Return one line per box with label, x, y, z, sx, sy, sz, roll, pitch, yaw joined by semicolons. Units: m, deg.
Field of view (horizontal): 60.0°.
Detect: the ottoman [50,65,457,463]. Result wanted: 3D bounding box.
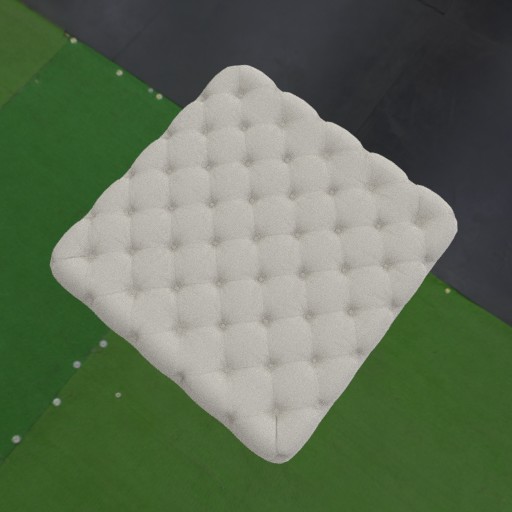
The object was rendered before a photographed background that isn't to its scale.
ottoman;0.000;0.000;1.225;0.753;0.376;0.755;38;79;9
